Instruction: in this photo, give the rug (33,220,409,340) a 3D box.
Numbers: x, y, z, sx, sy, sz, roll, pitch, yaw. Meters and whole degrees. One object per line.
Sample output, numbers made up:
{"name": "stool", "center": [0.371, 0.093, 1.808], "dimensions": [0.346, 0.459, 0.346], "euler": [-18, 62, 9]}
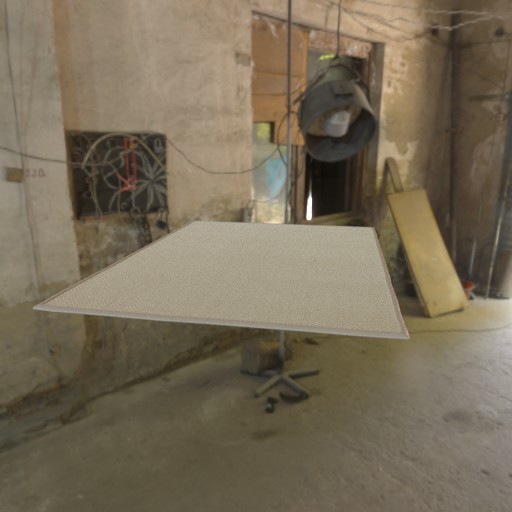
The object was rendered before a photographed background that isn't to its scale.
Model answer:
{"name": "rug", "center": [0.000, 0.000, 2.698], "dimensions": [1.525, 0.020, 2.081], "euler": [3, 15, 11]}
